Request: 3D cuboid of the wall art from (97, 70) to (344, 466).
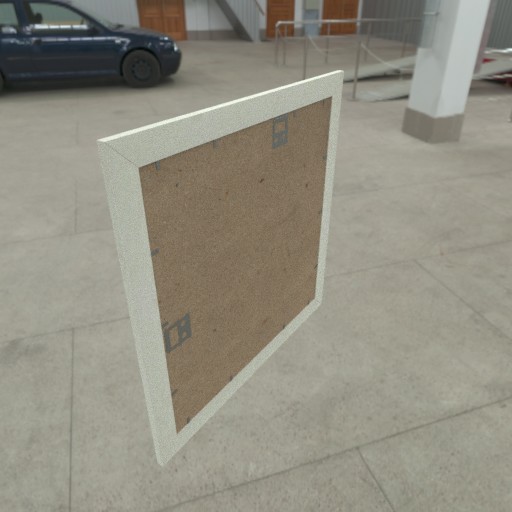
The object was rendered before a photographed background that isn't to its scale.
[{"bbox_3d":[0.000,0.000,0.843,0.013,0.584,0.584,21,37,30],"label":"wall art"}]
